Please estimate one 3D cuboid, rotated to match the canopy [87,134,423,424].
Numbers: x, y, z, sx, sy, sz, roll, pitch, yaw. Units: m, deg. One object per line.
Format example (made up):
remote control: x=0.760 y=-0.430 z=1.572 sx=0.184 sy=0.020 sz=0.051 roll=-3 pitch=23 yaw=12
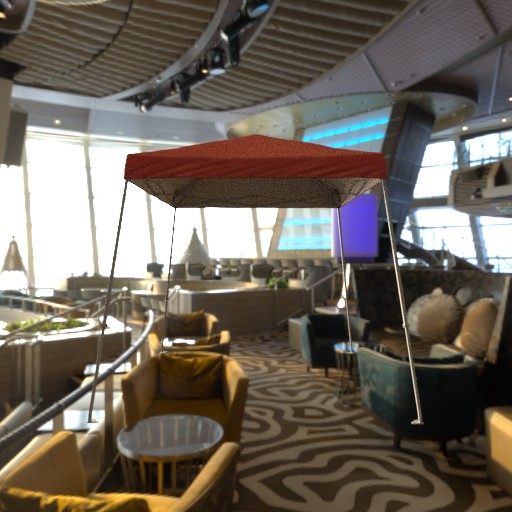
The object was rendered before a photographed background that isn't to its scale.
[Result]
canopy: x=0.000 y=0.000 z=6.540 sx=3.600 sy=3.600 sz=3.599 roll=0 pitch=0 yaw=1
